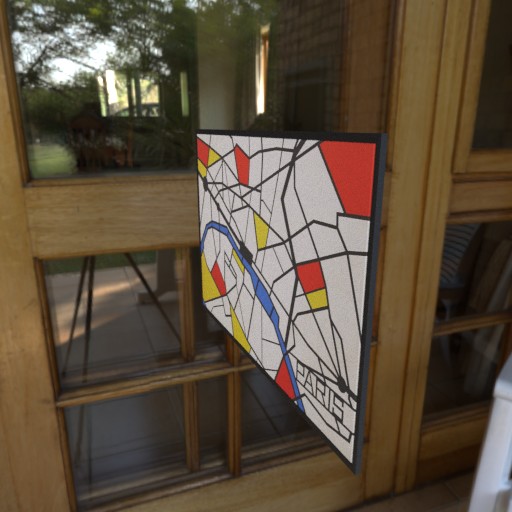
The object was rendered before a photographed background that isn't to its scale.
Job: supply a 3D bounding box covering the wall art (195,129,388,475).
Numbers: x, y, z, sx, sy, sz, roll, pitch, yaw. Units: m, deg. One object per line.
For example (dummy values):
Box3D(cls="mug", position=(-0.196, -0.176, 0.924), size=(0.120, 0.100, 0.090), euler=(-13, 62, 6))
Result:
Box3D(cls="wall art", position=(0.000, 0.000, 1.219), size=(0.013, 0.665, 0.963), euler=(-8, 18, -24))
